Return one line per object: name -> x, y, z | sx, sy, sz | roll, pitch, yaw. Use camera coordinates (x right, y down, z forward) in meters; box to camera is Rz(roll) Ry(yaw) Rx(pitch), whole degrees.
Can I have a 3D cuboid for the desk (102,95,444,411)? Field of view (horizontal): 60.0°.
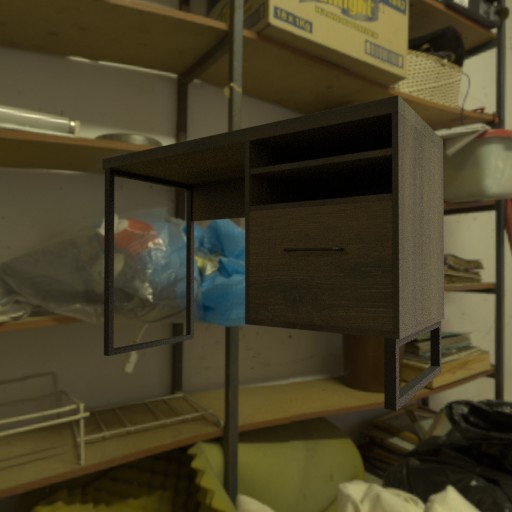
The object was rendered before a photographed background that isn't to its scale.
desk -> 0.000, 0.000, 1.556 | 1.134, 0.752, 0.511 | -1, -1, 35
